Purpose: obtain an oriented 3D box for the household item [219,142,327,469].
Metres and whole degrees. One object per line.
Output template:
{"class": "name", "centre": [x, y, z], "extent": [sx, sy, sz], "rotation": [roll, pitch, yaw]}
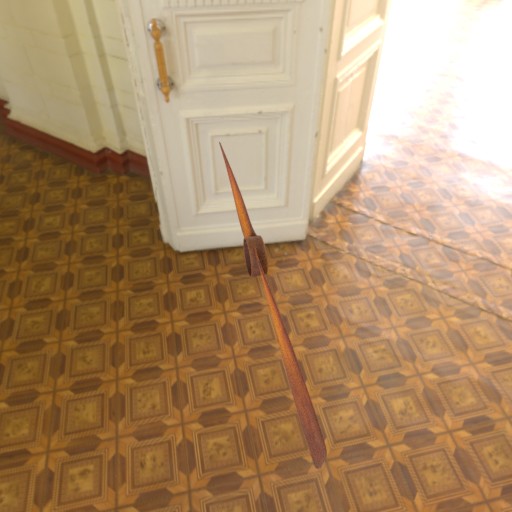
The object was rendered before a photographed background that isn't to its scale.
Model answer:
{"class": "household item", "centre": [0.000, 0.000, 1.275], "extent": [0.051, 0.121, 1.181], "rotation": [-9, 46, -9]}
